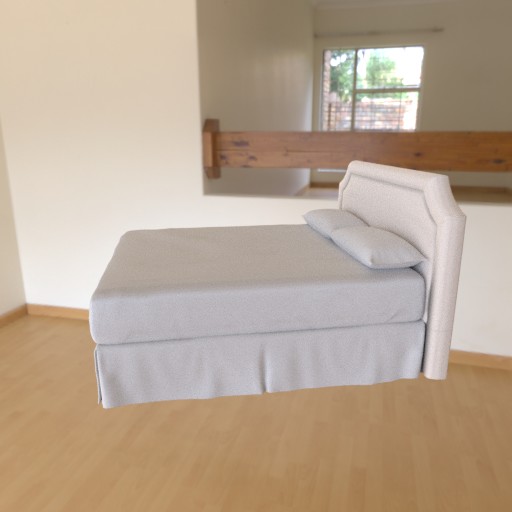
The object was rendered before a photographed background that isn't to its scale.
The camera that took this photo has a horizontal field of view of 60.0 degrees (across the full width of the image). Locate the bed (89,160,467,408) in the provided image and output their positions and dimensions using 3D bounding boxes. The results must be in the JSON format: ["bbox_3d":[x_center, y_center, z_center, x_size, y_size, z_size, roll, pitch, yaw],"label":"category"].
[{"bbox_3d":[0.000,0.000,3.321,2.164,1.297,1.828,-3,16,-9],"label":"bed"}]
